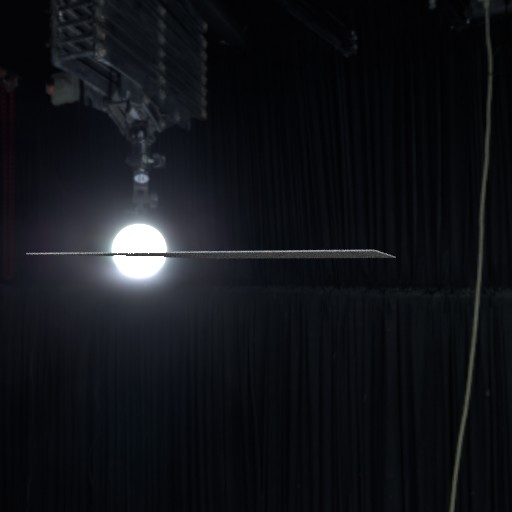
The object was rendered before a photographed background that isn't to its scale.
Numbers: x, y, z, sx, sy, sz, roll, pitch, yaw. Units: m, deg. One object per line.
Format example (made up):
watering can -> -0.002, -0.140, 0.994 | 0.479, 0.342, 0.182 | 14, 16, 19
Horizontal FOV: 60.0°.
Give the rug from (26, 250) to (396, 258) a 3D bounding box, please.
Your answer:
rug -> 0.000, 0.000, 4.201 | 2.425, 0.008, 3.035 | 0, -1, 20
